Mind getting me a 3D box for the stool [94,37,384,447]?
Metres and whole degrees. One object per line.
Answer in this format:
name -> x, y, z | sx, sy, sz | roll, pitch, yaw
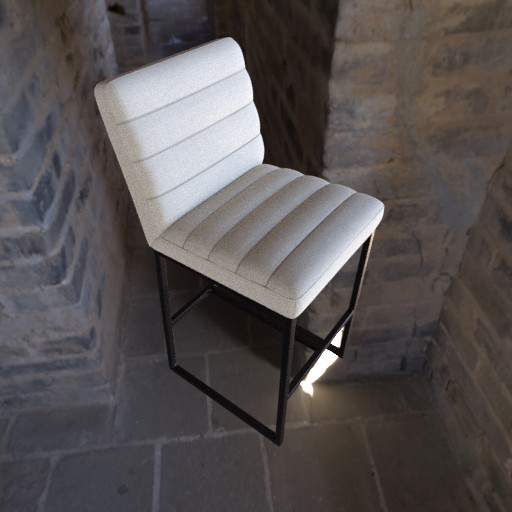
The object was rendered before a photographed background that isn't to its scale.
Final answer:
stool -> 0.000, 0.000, 1.306 | 0.560, 1.040, 0.460 | 26, 48, 26
